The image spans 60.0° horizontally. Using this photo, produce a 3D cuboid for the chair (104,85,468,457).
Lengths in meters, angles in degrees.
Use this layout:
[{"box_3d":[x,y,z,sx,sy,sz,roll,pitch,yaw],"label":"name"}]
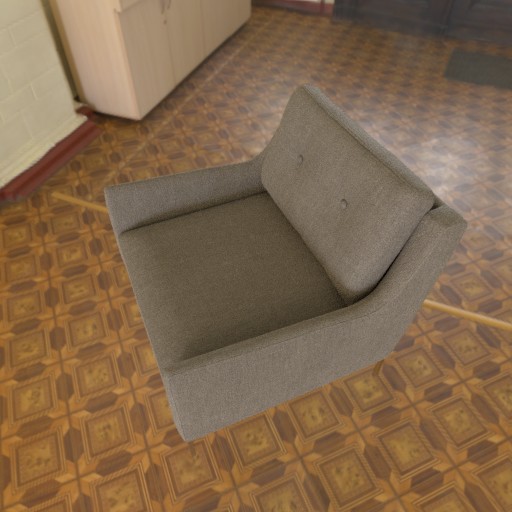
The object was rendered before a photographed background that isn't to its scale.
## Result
[{"box_3d":[0.000,0.000,1.523,0.849,0.828,0.847,-18,49,-16],"label":"chair"}]
